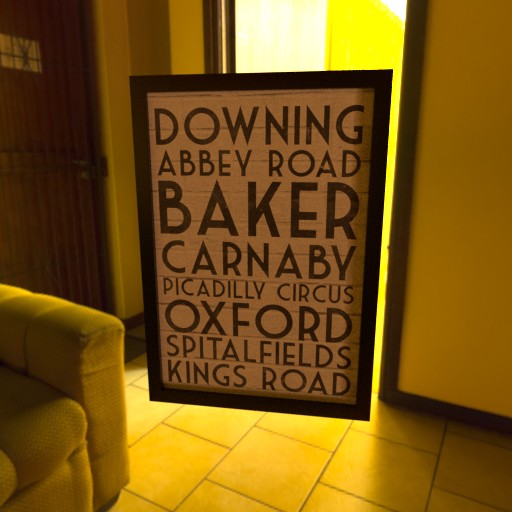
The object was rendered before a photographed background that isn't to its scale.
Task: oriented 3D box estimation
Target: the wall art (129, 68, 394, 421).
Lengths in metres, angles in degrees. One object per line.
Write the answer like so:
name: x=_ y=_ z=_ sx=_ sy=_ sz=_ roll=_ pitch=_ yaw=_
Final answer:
wall art: x=0.000 y=0.000 z=0.559 sx=0.304 sy=0.432 sz=0.013 roll=2 pitch=14 yaw=9
